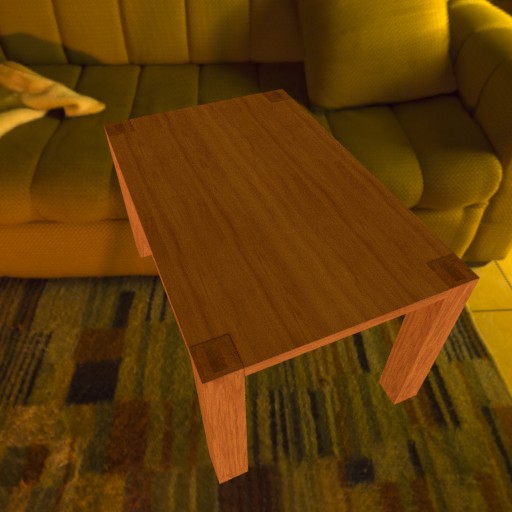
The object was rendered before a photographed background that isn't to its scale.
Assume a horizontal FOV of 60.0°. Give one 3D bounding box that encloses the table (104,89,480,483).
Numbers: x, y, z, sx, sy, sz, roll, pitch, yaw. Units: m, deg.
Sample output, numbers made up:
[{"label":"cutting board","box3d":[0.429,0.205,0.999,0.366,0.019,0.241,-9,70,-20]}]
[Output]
[{"label":"table","box3d":[0.000,0.000,1.957,0.900,0.760,1.400,-17,48,-16]}]
